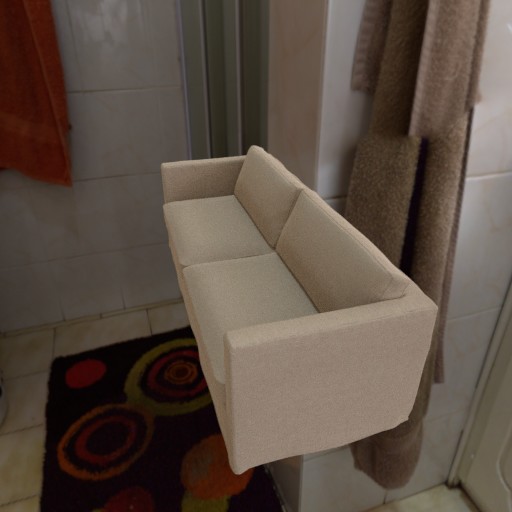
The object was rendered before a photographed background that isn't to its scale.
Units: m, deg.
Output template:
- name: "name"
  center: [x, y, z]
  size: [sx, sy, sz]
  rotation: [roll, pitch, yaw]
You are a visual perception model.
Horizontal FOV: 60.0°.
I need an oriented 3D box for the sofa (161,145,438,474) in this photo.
- name: "sofa"
  center: [0.000, 0.000, 2.842]
  size: [0.962, 0.853, 2.312]
  rotation: [-9, 31, -15]
